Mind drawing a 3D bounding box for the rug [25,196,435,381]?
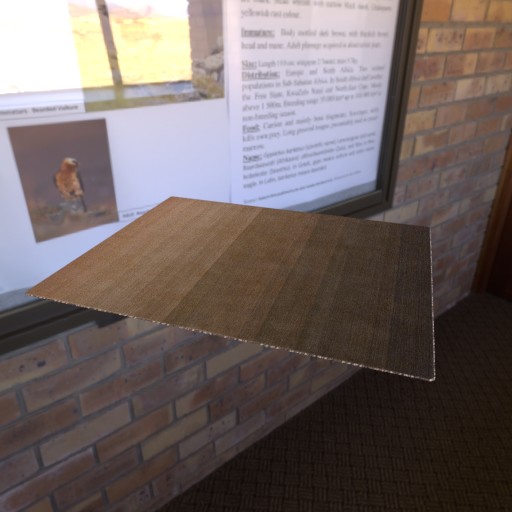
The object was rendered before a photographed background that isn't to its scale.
[{"bbox_3d":[0.000,0.000,3.871,2.902,0.017,2.305,9,28,17],"label":"rug"}]
